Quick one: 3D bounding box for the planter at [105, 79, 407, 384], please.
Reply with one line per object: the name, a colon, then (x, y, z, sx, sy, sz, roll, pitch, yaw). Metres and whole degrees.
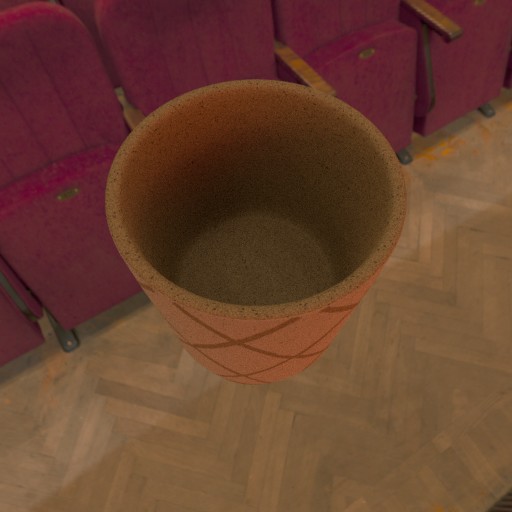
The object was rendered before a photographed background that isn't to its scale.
planter: (0.000, 0.000, 0.368, 0.191, 0.199, 0.191, 0, 61, 0)
